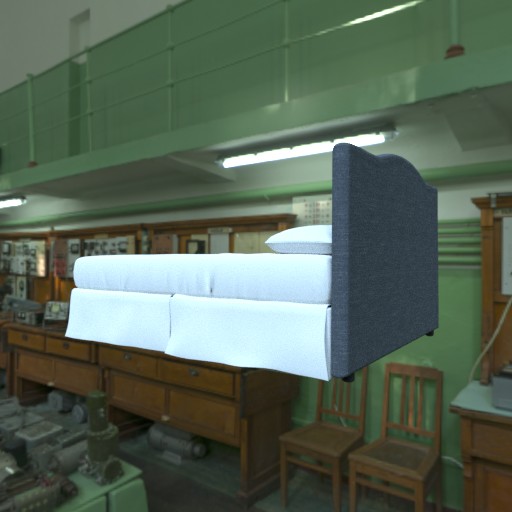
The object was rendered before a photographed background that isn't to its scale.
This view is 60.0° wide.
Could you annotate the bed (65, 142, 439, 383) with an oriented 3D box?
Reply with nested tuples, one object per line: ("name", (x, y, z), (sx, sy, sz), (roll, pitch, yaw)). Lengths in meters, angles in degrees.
("bed", (0.000, 0.000, 4.035), (2.689, 1.457, 2.161), (0, 0, 35))
